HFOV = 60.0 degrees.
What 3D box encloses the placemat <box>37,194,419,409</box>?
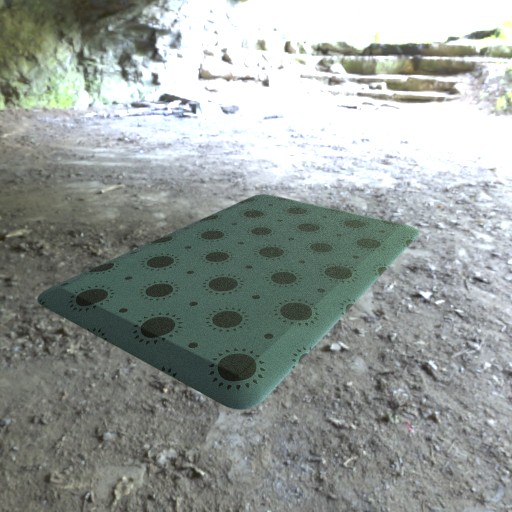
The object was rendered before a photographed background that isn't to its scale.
[{"bbox_3d":[0.000,0.000,0.979,0.508,0.021,0.762,17,31,31],"label":"placemat"}]
